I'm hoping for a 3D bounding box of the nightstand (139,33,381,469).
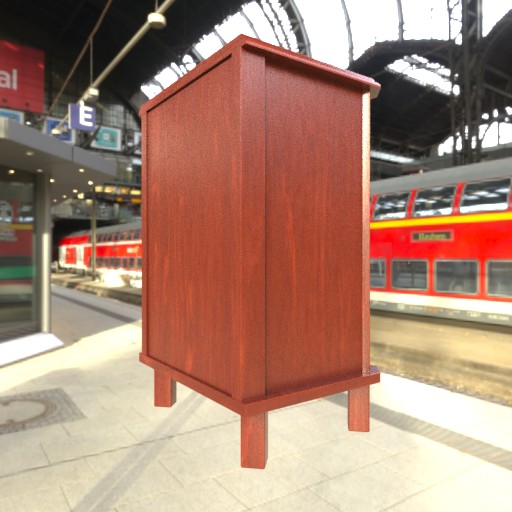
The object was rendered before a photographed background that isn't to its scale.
[{"bbox_3d":[0.000,0.000,0.944,0.351,0.681,0.435,0,0,-36],"label":"nightstand"}]
